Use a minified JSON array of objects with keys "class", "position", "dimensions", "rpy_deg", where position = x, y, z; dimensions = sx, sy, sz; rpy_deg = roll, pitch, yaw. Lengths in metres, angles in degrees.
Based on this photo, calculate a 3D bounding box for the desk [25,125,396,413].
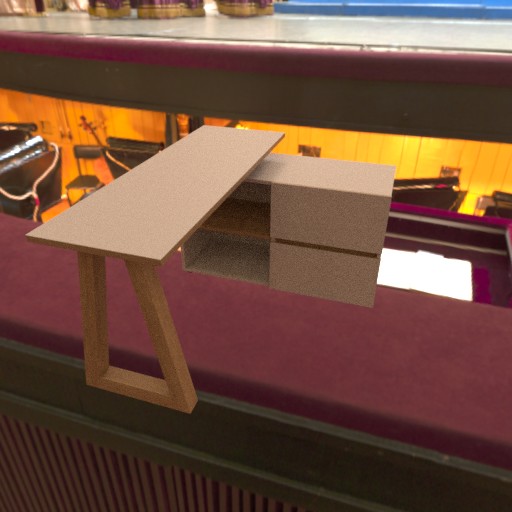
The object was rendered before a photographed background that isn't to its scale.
[{"class":"desk","position":[0.000,0.000,2.039],"dimensions":[1.098,0.755,1.404],"rpy_deg":[10,32,16]}]
